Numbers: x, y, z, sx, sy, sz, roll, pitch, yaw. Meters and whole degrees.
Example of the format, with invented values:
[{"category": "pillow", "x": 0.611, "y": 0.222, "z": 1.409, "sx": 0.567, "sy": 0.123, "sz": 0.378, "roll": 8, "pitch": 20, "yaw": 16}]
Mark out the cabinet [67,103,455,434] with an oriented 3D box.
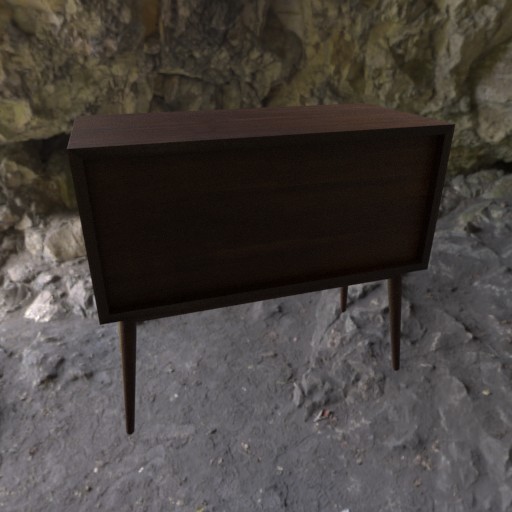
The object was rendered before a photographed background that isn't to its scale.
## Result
[{"category": "cabinet", "x": 0.000, "y": 0.000, "z": 1.099, "sx": 0.743, "sy": 0.654, "sz": 0.354, "roll": -8, "pitch": 27, "yaw": -16}]
